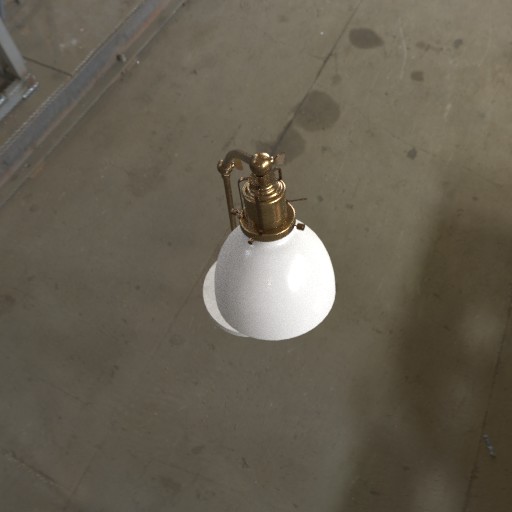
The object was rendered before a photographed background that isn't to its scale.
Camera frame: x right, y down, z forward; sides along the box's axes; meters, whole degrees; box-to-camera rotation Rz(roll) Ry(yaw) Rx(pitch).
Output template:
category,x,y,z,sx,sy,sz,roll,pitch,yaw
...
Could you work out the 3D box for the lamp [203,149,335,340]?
category,x,y,z,sx,sy,sz,roll,pitch,yaw
lamp,0.000,0.000,0.673,0.186,0.522,0.317,-17,64,-9
